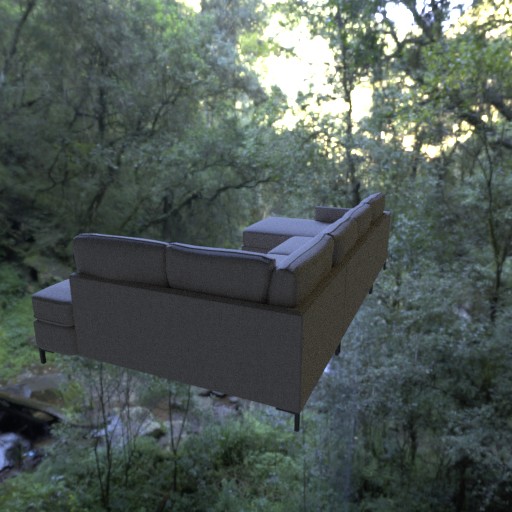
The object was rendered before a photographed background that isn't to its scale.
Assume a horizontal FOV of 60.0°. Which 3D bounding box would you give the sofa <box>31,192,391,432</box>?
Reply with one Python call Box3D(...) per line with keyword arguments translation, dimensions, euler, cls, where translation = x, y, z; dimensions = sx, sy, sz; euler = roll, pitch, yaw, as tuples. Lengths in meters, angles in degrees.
Box3D(translation=(0.000, 0.000, 4.240), dimensions=(2.021, 0.996, 3.423), euler=(7, 17, 23), cls="sofa")
